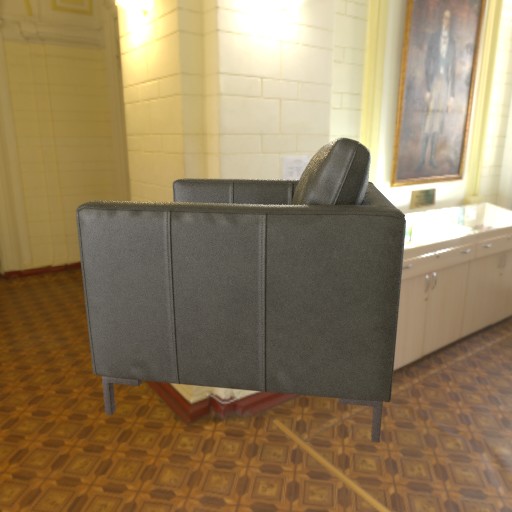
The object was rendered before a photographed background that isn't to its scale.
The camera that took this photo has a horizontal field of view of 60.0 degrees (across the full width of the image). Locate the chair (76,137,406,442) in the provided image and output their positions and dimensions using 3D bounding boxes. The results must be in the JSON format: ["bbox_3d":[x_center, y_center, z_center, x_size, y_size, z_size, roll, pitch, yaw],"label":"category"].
[{"bbox_3d":[0.000,0.000,1.524,0.861,0.824,0.967,2,15,9],"label":"chair"}]
